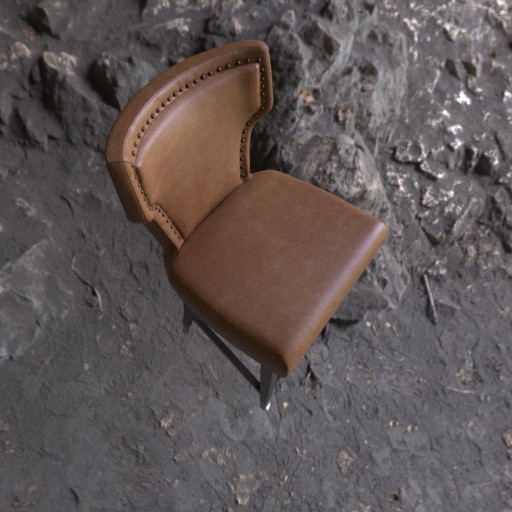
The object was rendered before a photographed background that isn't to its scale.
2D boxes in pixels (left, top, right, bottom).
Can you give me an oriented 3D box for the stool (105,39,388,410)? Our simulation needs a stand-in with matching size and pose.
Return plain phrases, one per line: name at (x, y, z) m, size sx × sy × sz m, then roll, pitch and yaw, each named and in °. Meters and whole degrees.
stool at (0.000, 0.000, 1.295) m, size 0.563 × 0.982 × 0.526 m, roll 32°, pitch 63°, yaw 19°
